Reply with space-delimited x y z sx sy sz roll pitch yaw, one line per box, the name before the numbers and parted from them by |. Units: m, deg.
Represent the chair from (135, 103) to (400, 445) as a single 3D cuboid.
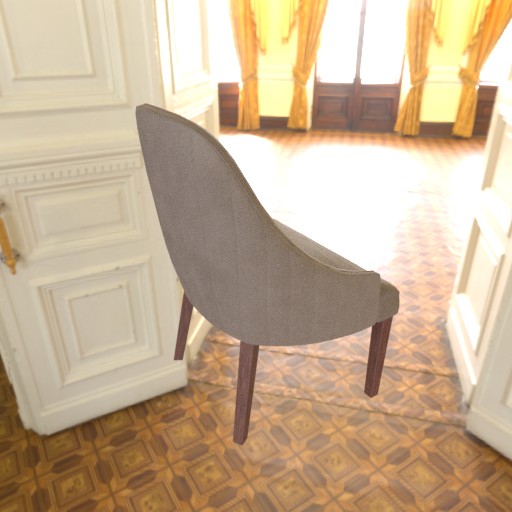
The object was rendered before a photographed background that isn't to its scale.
chair | 0.000 0.000 1.311 0.575 0.889 0.643 -16 31 -29
